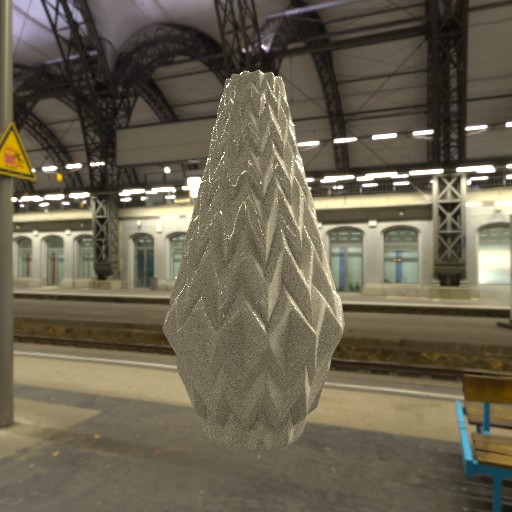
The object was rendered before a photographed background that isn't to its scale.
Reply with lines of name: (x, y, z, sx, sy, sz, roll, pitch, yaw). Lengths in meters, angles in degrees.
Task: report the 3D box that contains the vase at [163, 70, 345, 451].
vase: (0.000, 0.000, 0.415, 0.167, 0.328, 0.167, 0, -1, 0)
